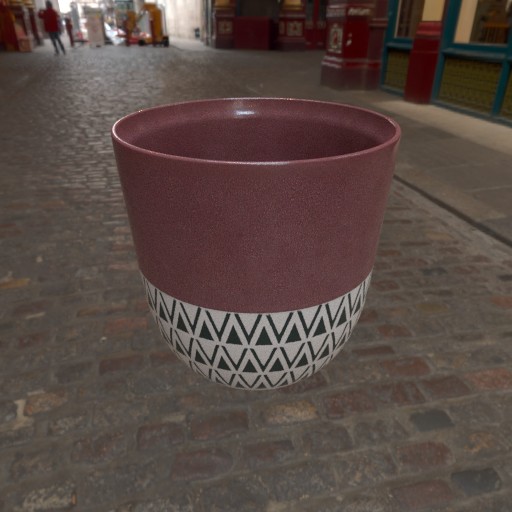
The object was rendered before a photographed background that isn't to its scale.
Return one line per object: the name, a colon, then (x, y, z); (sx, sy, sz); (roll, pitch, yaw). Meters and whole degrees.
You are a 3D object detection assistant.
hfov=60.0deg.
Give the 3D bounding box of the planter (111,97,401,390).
planter: (0.000, 0.000, 0.360); (0.195, 0.214, 0.195); (0, 29, 0)
